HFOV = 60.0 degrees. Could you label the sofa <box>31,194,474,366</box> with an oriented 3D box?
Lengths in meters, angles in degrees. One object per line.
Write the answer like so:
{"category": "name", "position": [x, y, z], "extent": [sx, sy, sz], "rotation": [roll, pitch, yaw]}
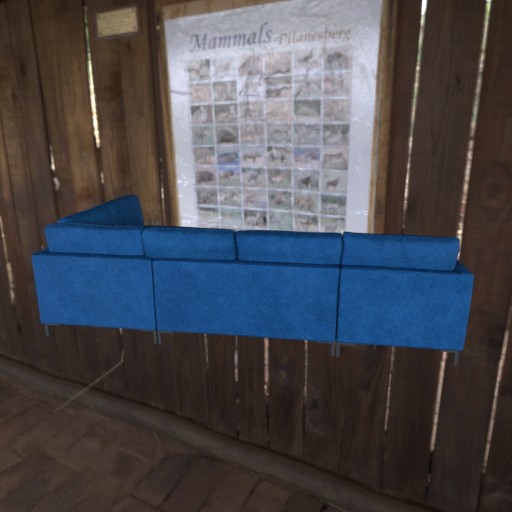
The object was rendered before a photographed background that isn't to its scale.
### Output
{"category": "sofa", "position": [0.000, 0.000, 4.375], "extent": [3.434, 0.992, 2.055], "rotation": [2, 16, 8]}
